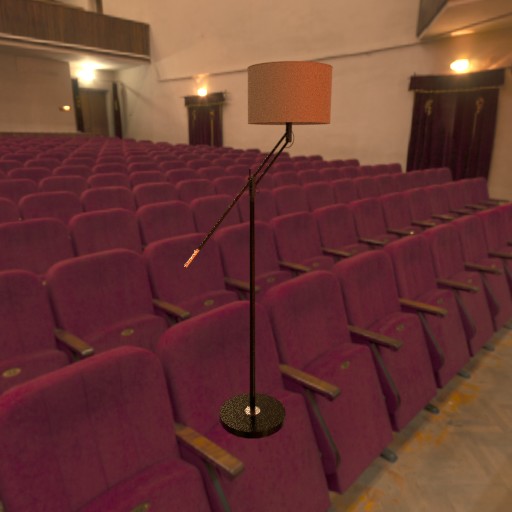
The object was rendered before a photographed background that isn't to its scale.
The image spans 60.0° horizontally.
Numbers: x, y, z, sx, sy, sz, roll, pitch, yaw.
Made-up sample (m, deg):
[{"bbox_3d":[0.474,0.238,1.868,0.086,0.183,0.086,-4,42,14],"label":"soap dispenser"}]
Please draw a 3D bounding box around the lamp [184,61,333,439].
[{"bbox_3d":[0.000,0.000,2.000,0.373,1.635,0.809,13,20,41],"label":"lamp"}]
